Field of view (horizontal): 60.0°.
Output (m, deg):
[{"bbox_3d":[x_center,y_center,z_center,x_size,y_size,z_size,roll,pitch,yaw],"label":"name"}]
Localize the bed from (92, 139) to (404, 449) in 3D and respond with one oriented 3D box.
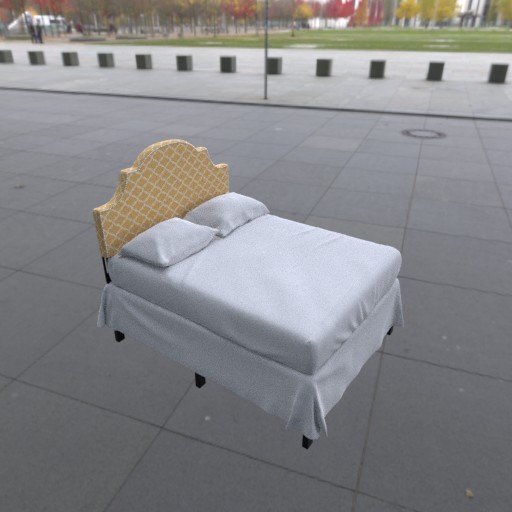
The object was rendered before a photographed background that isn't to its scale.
[{"bbox_3d":[0.000,0.000,3.665,2.222,1.633,1.780,18,33,31],"label":"bed"}]
